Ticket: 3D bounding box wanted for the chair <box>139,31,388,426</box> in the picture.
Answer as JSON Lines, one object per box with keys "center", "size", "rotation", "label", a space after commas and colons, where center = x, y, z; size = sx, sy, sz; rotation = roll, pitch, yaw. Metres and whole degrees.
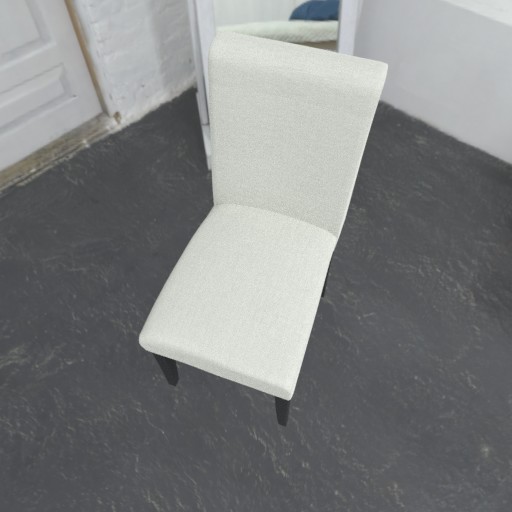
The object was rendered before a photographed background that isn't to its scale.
{"center": [0.000, 0.000, 1.338], "size": [0.452, 0.976, 0.708], "rotation": [16, 58, 11], "label": "chair"}
